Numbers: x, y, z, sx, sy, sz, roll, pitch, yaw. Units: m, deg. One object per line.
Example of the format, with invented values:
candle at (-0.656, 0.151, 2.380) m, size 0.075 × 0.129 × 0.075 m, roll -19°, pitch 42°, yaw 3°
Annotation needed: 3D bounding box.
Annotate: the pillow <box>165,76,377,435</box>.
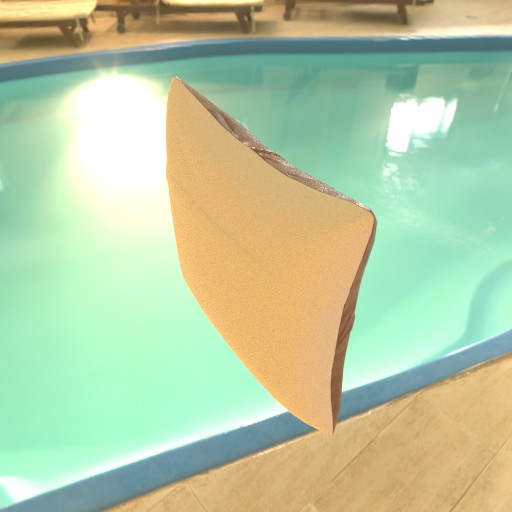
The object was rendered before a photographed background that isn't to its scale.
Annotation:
pillow at (0.000, 0.000, 0.754) m, size 0.192 × 0.470 × 0.484 m, roll -24°, pitch 47°, yaw -25°
